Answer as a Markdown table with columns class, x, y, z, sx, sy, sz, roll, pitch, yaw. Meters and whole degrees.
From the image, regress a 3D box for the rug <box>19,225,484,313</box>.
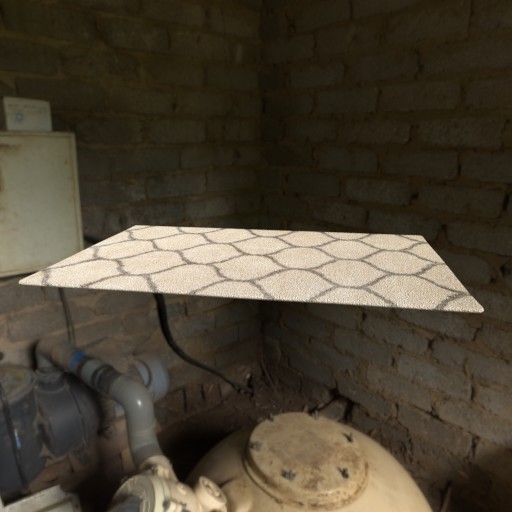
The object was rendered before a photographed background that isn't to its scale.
| class | x | y | z | sx | sy | sz | roll | pitch | yaw |
| --- | --- | --- | --- | --- | --- | --- | --- | --- | --- |
| rug | 0.000 | 0.000 | 2.901 | 2.348 | 0.024 | 1.501 | 3 | 16 | 9 |
